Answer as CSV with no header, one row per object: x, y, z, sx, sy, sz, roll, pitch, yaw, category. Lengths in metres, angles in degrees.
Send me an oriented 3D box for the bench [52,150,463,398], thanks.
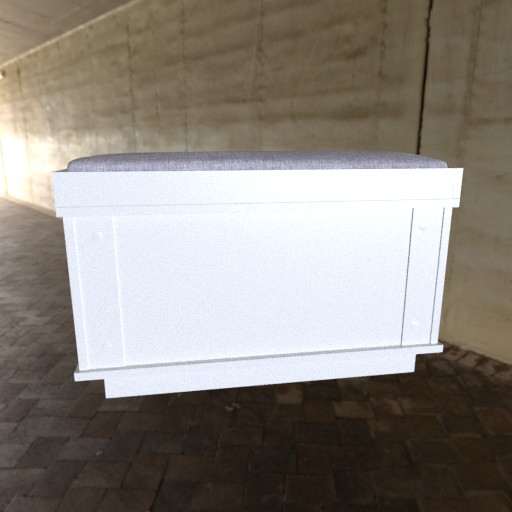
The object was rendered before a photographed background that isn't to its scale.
0.000,0.000,1.002,0.734,0.461,0.362,-2,15,-9,bench
